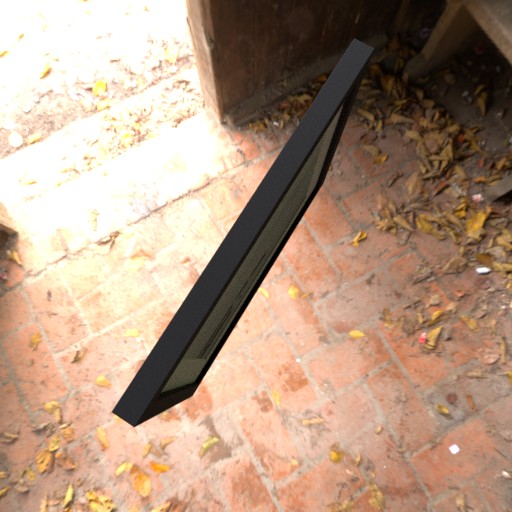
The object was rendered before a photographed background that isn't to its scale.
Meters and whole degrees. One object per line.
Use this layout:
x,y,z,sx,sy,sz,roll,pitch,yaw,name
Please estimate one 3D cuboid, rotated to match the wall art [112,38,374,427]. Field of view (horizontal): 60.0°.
0.000,0.000,0.756,0.030,0.454,0.554,31,78,7,wall art
